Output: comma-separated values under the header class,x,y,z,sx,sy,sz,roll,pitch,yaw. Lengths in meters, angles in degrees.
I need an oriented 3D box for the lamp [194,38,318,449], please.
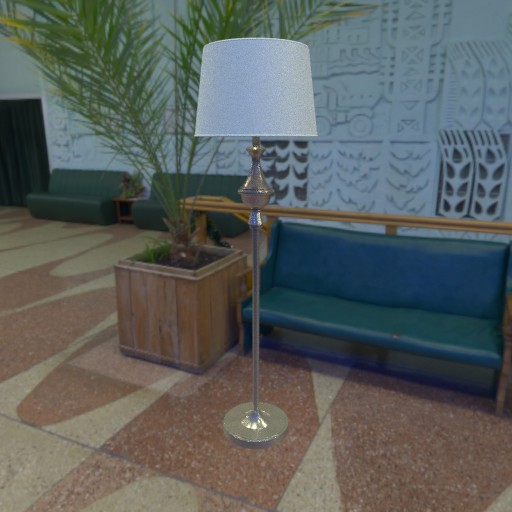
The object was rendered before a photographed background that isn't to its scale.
class,x,y,z,sx,sy,sz,roll,pitch,yaw
lamp,0.000,0.000,1.671,0.431,1.488,0.431,0,15,0
